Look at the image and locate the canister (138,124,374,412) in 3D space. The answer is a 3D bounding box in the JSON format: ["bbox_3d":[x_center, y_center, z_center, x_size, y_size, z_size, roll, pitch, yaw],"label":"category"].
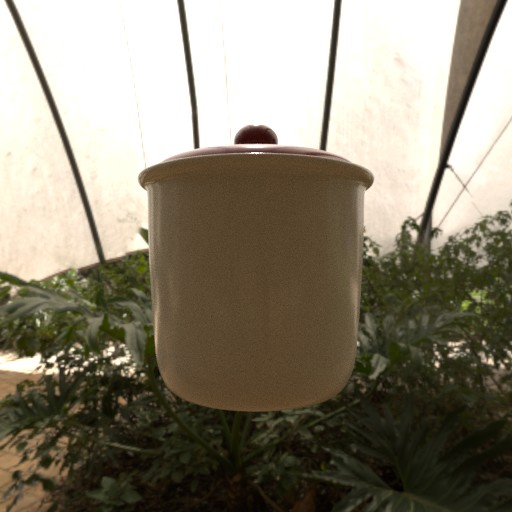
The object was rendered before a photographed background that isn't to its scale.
[{"bbox_3d":[0.000,0.000,0.351,0.182,0.208,0.182,0,-1,0],"label":"canister"}]
